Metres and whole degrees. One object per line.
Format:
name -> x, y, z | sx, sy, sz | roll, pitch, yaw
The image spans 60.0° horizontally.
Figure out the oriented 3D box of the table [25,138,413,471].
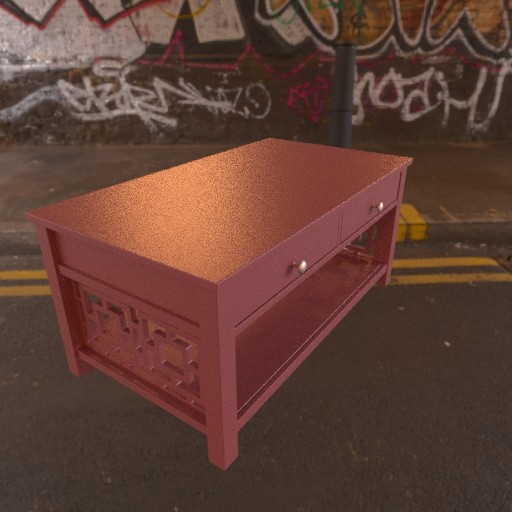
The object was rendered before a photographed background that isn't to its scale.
table -> 0.000, 0.000, 1.411 | 0.612, 0.493, 1.068 | 17, 31, 31
